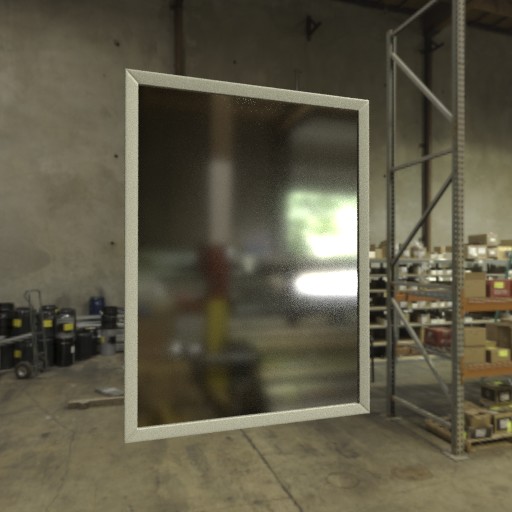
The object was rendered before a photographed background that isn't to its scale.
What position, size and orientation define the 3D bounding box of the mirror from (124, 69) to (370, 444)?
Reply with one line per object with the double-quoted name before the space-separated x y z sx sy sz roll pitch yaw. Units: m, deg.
"mirror" 0.000 0.000 1.339 0.762 1.016 0.040 0 -1 -18
